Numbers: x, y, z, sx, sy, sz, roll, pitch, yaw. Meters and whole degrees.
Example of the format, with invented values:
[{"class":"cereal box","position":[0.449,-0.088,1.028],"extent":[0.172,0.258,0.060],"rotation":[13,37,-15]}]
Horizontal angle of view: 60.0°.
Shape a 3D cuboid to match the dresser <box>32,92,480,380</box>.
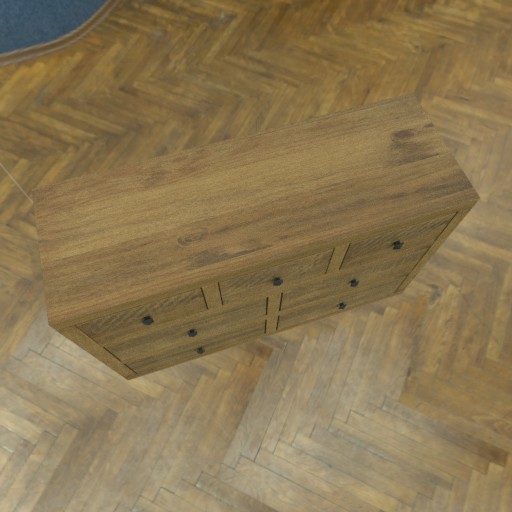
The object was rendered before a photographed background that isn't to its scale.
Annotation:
[{"class":"dresser","position":[0.000,0.000,1.682],"extent":[1.261,0.825,0.479],"rotation":[-16,65,-8]}]
